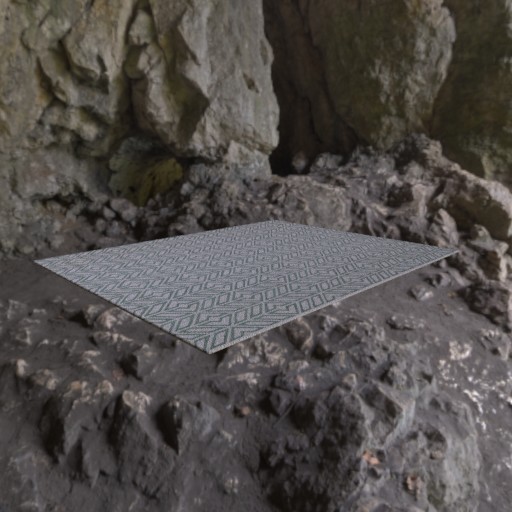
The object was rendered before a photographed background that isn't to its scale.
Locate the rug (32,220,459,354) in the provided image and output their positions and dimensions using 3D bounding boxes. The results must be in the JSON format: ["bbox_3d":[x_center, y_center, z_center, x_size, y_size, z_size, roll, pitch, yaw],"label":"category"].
[{"bbox_3d":[0.000,0.000,4.029,3.050,0.017,2.441,-14,20,-43],"label":"rug"}]
